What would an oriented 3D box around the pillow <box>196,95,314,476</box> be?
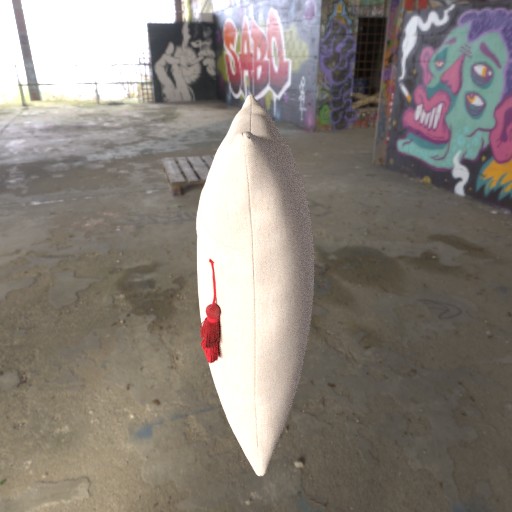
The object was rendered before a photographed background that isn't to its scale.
[{"bbox_3d":[0.000,0.000,0.682,0.173,0.436,0.433,0,24,0],"label":"pillow"}]
